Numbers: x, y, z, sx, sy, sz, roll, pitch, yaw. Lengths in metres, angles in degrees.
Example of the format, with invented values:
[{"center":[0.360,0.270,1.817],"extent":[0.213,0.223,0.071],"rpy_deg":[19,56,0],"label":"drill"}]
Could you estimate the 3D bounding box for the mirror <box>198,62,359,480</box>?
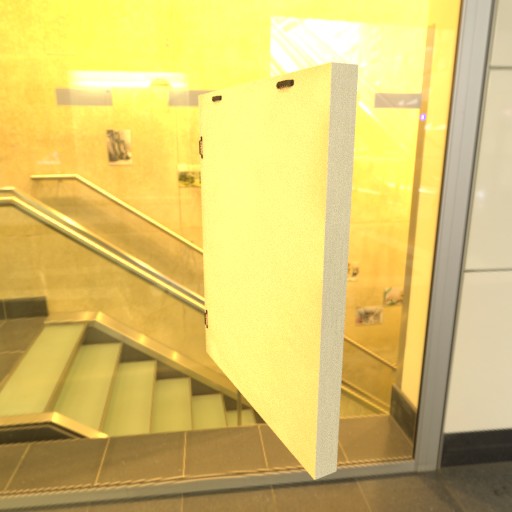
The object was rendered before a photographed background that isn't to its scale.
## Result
[{"center":[0.000,0.000,0.698],"extent":[0.041,0.509,0.406],"rpy_deg":[-7,16,-26],"label":"mirror"}]
